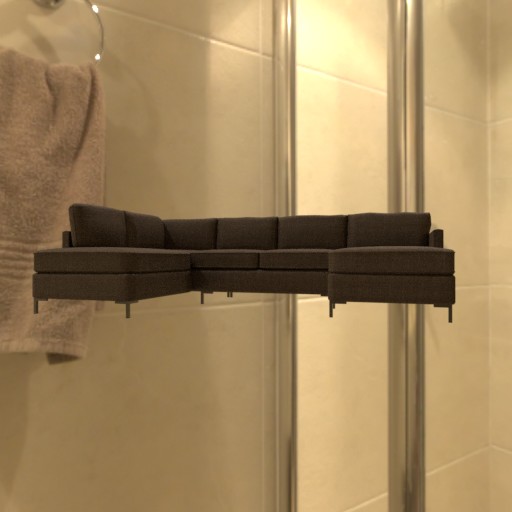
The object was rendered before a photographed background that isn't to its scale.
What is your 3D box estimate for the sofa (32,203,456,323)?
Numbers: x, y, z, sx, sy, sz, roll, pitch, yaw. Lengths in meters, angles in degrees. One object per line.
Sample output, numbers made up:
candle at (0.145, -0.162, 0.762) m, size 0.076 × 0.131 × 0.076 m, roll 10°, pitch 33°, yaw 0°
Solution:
sofa at (0.000, 0.000, 4.250) m, size 3.423 × 0.999 × 2.048 m, roll 0°, pitch 0°, yaw 18°
